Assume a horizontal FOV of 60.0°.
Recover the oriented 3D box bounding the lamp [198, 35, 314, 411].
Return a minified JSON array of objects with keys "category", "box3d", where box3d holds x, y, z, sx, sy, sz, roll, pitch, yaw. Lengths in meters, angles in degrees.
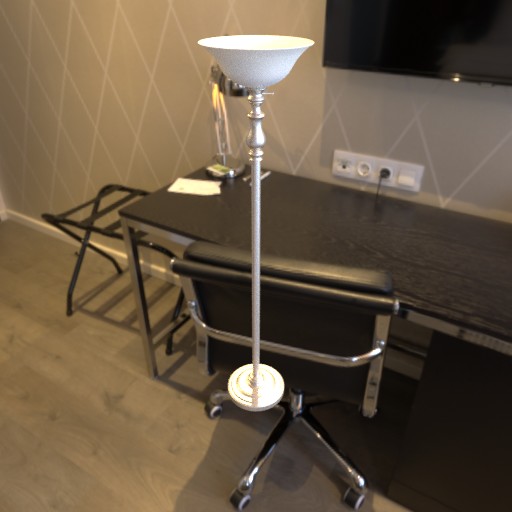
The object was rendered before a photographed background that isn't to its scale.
[{"category":"lamp","box3d":[0.000,0.000,2.021,0.405,1.771,0.405,1,32,1]}]
